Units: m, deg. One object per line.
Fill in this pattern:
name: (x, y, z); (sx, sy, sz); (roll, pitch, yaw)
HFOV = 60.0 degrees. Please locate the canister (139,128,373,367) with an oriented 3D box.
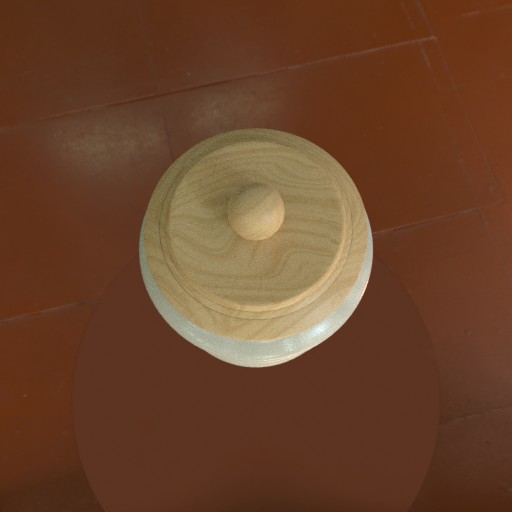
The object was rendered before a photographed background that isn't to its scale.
canister: (0.000, 0.000, 0.274); (0.130, 0.176, 0.130); (0, 74, 0)
